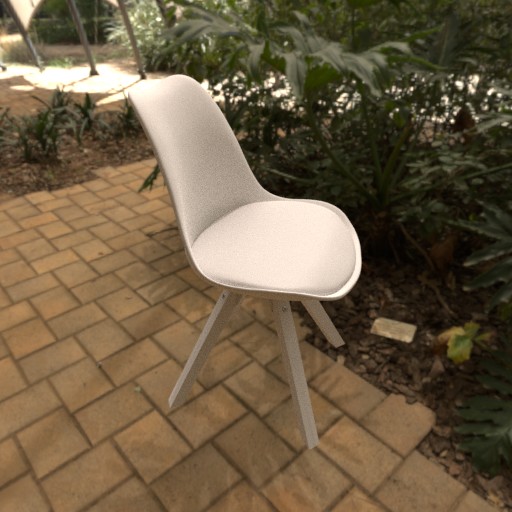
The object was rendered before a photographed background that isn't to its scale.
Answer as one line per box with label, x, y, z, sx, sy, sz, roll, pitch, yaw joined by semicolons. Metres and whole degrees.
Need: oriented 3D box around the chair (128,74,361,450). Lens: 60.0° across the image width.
chair;0.000;0.000;1.186;0.550;0.850;0.485;10;33;16
